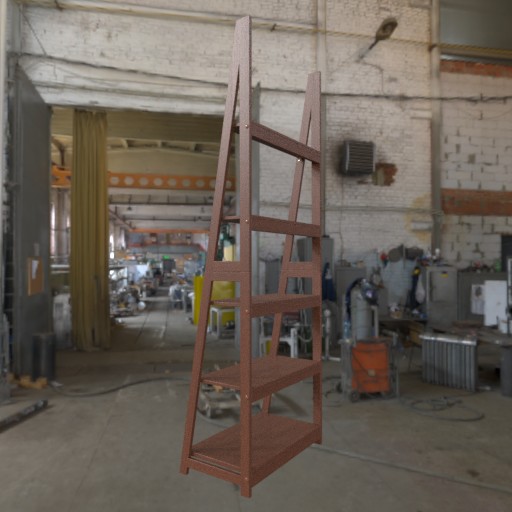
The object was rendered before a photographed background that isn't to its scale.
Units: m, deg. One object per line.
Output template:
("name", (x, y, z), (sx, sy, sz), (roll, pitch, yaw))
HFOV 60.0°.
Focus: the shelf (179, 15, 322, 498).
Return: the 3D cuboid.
("shelf", (0.000, 0.000, 1.966), (0.350, 1.770, 0.600), (-1, -1, 35))
